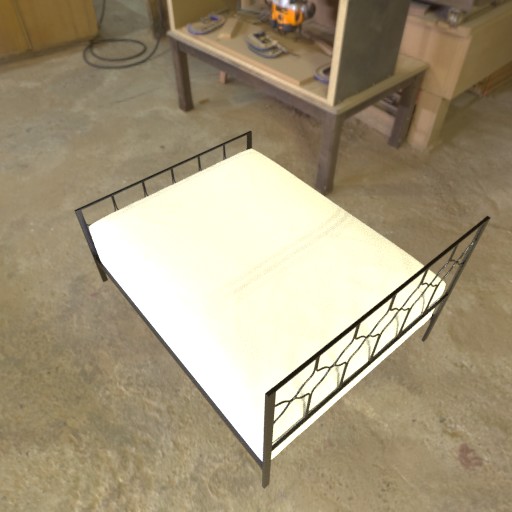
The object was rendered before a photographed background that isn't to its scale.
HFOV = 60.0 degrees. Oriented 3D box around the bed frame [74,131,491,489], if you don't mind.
[{"bbox_3d":[0.000,0.000,3.042,1.597,1.222,2.063,-32,55,-26],"label":"bed frame"}]
